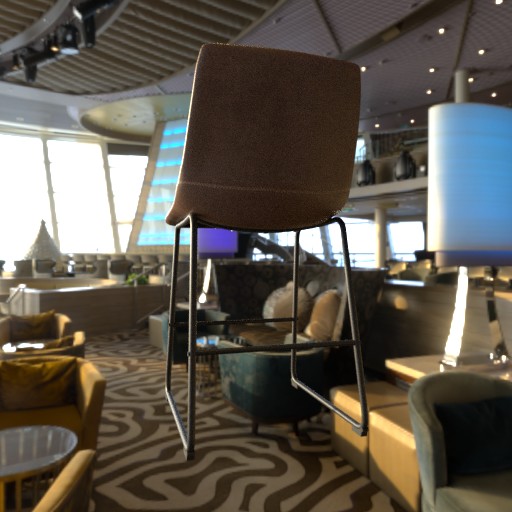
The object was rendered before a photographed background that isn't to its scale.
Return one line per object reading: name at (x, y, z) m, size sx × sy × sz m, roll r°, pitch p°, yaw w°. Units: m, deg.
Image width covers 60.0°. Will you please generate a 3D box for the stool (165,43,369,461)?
stool at (0.000, 0.000, 1.211) m, size 0.460 × 0.890 × 0.550 m, roll 0°, pitch 0°, yaw -17°
